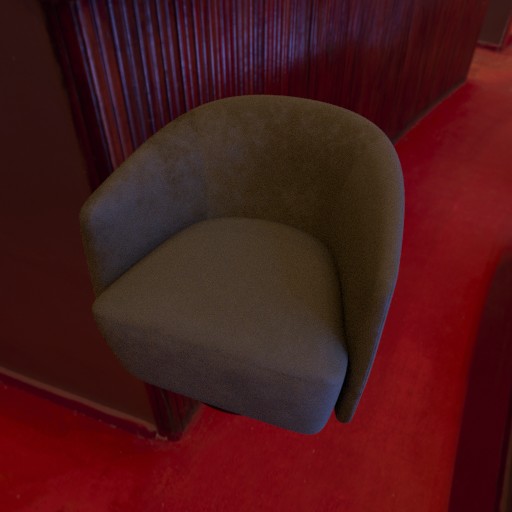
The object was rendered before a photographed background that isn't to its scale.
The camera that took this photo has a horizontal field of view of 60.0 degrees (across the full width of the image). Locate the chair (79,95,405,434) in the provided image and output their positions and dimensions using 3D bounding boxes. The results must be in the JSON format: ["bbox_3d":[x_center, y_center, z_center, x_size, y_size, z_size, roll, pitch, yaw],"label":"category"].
[{"bbox_3d":[0.000,0.000,1.308,0.773,0.698,0.767,13,42,15],"label":"chair"}]
